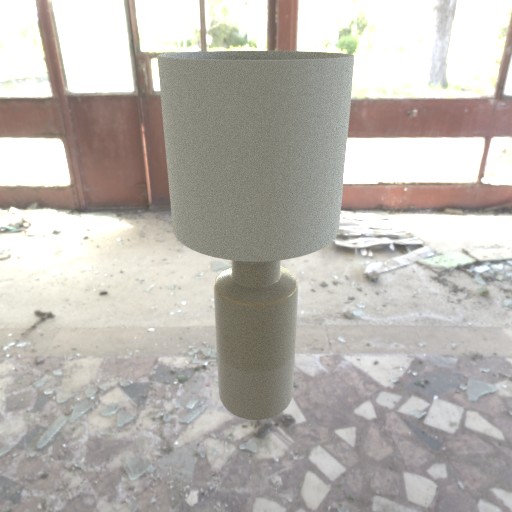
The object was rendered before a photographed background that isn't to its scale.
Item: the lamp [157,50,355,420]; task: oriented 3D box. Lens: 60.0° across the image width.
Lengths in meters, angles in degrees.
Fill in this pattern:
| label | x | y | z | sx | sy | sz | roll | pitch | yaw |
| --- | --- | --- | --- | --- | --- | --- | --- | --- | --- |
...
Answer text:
| label | x | y | z | sx | sy | sz | roll | pitch | yaw |
| --- | --- | --- | --- | --- | --- | --- | --- | --- | --- |
| lamp | 0.000 | 0.000 | 0.595 | 0.212 | 0.493 | 0.212 | 18 | 32 | 32 |
